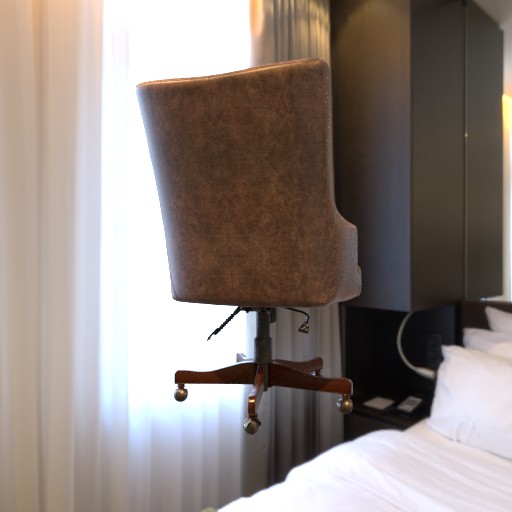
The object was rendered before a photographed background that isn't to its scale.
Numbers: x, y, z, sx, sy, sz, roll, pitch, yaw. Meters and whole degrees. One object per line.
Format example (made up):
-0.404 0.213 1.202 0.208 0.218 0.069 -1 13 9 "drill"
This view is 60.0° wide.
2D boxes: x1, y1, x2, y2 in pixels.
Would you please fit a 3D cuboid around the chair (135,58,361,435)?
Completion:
0.000 0.000 1.497 0.641 1.035 0.762 0 0 18 "chair"
